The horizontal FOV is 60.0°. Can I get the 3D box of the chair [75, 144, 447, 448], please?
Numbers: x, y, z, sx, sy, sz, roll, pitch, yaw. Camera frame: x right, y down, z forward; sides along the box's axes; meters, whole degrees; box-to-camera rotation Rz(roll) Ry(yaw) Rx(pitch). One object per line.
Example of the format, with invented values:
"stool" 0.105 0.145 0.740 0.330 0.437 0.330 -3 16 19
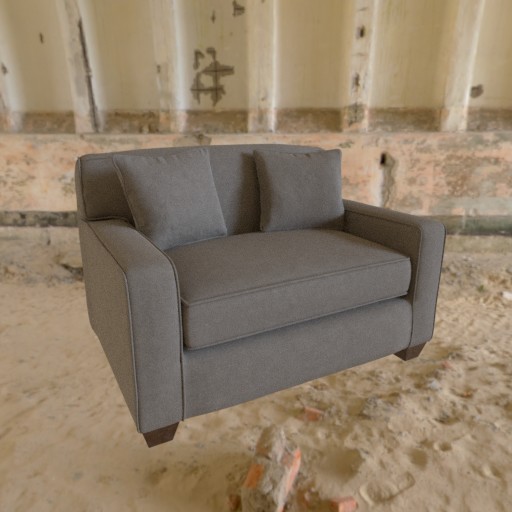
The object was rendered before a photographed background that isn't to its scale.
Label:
"chair" 0.000 0.000 2.021 1.395 0.953 0.992 -9 19 -27
